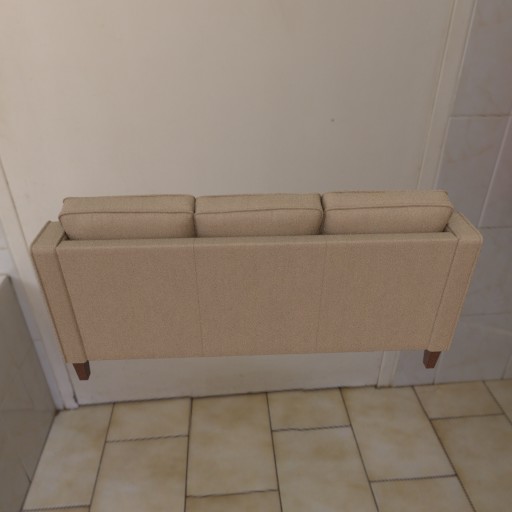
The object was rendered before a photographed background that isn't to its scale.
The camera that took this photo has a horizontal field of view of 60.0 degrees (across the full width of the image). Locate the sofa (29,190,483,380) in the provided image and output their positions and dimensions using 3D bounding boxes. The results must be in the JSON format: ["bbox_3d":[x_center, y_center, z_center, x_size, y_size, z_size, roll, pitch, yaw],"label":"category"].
[{"bbox_3d":[0.000,0.000,2.482,1.986,0.974,0.911,-1,31,-2],"label":"sofa"}]
